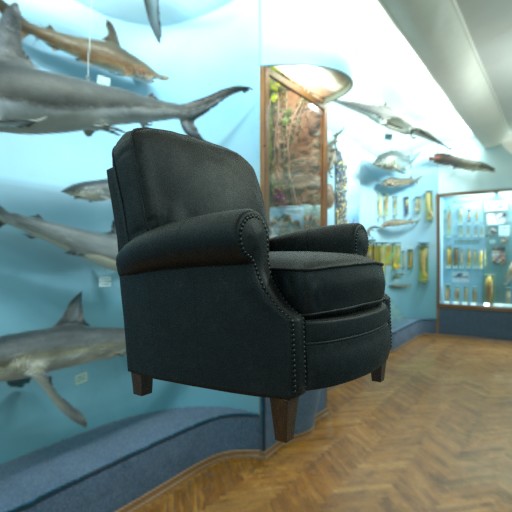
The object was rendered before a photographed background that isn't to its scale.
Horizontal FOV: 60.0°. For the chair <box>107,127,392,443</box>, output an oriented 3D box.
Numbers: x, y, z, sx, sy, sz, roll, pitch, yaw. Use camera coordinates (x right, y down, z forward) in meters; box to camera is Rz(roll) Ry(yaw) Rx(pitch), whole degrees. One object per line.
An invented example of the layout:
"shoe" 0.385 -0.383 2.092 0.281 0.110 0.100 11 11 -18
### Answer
"chair" 0.000 0.000 1.732 0.986 1.018 0.936 0 1 36
